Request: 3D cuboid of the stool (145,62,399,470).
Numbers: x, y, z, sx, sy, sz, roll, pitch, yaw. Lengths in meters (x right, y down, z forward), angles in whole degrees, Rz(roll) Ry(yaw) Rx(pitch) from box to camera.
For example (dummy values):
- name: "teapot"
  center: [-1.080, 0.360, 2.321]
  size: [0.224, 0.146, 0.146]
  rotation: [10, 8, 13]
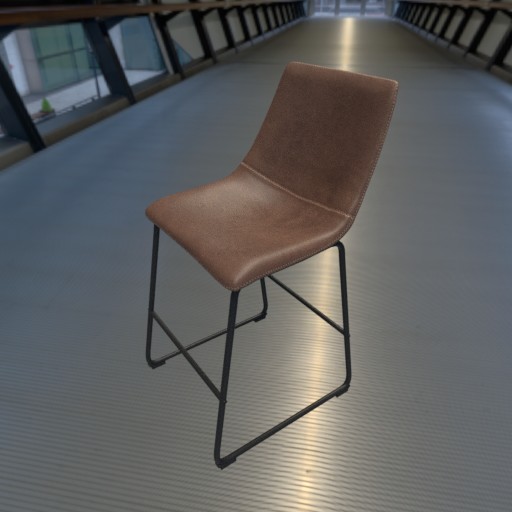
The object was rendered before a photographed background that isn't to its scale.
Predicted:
- name: "stool"
  center: [0.000, 0.000, 1.190]
  size: [0.550, 0.890, 0.460]
  rotation: [-20, 37, -29]
